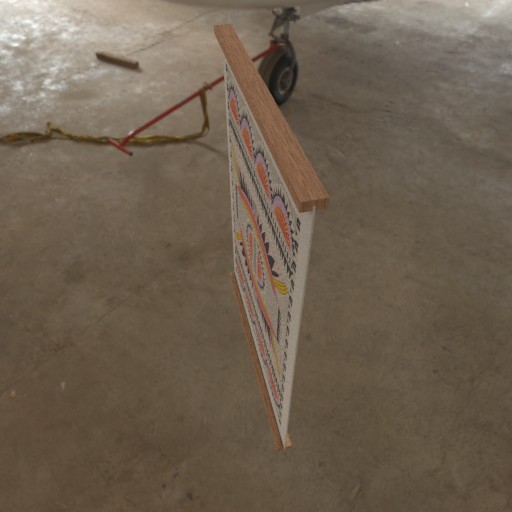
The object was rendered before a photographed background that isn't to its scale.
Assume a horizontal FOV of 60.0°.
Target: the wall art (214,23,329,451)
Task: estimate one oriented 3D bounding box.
[{"bbox_3d":[0.000,0.000,0.776,0.028,0.609,0.456,-10,47,-9],"label":"wall art"}]
